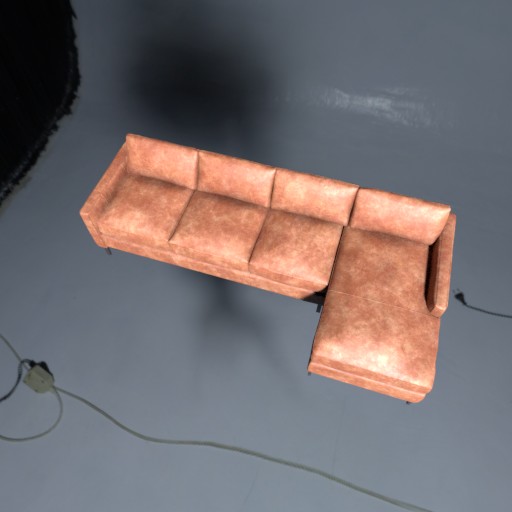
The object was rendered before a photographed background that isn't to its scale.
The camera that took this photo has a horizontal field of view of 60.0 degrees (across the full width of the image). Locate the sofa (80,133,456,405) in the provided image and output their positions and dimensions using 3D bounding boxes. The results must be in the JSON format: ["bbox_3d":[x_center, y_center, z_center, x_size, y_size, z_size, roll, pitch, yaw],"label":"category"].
[{"bbox_3d":[0.000,0.000,3.662,2.993,0.859,1.471,15,58,9],"label":"sofa"}]
